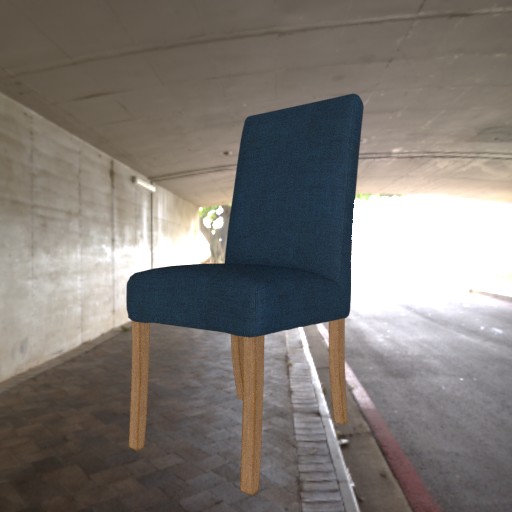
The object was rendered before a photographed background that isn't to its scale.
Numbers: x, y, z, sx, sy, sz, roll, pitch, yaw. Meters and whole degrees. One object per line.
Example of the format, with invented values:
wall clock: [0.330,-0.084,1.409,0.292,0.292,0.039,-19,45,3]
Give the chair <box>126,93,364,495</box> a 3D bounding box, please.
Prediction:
chair: [0.000,0.000,1.315,0.450,1.029,0.610,0,1,35]
